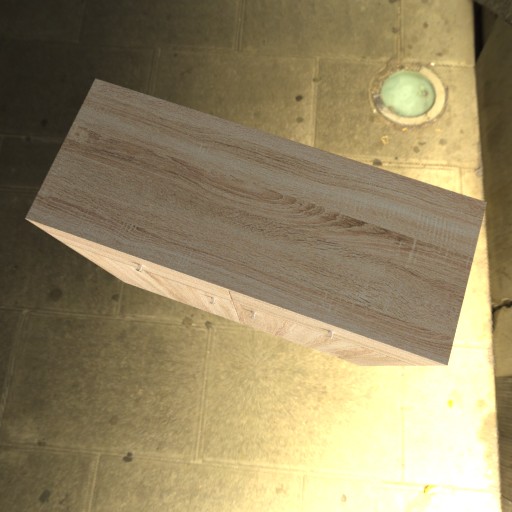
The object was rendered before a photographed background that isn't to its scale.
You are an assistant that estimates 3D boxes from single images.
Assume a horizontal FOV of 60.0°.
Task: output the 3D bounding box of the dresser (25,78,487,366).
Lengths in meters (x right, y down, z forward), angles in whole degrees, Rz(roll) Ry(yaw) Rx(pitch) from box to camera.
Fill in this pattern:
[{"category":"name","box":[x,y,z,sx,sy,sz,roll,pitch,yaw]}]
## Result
[{"category":"dresser","box":[0.000,0.000,1.567,1.100,0.900,0.450,19,77,5]}]
